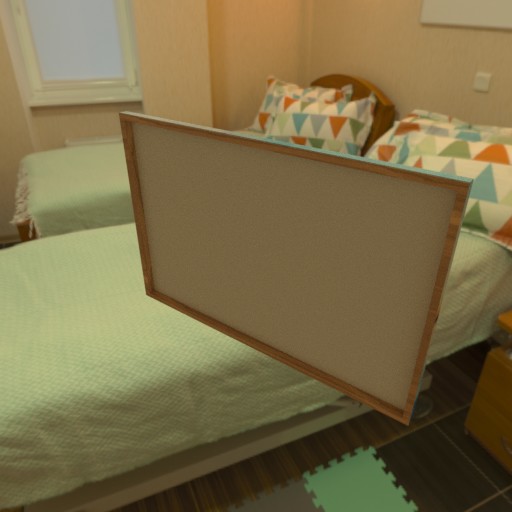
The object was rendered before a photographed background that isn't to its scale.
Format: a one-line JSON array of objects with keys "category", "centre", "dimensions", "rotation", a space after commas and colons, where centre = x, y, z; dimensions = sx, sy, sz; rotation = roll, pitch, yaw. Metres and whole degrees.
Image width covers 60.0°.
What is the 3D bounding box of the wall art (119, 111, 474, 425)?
[{"category": "wall art", "centre": [0.000, 0.000, 0.755], "dimensions": [0.604, 0.402, 0.018], "rotation": [20, 36, 31]}]
